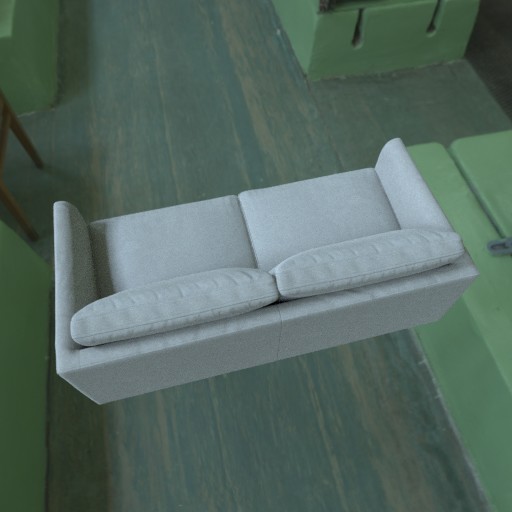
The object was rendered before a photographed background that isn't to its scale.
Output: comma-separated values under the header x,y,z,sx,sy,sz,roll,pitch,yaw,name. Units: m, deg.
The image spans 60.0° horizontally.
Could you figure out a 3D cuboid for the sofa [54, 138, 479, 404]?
x,y,z,sx,sy,sz,roll,pitch,yaw,name
0.000,0.000,2.707,2.588,0.838,1.090,-12,59,-7,sofa
